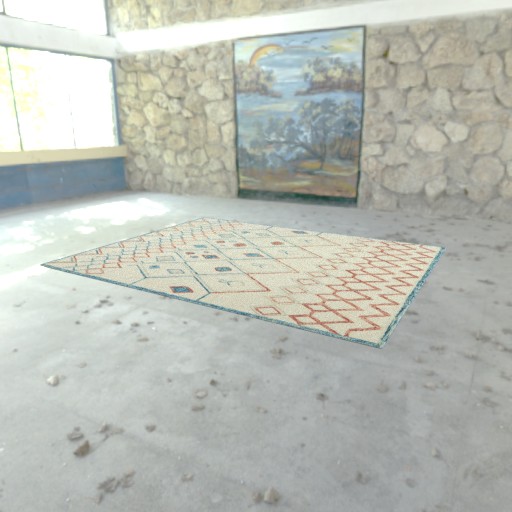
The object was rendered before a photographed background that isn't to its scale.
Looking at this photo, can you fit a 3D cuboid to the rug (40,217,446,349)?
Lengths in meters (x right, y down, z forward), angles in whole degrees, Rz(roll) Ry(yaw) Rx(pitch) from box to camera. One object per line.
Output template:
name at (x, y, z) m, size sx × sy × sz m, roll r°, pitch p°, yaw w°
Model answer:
rug at (0.000, 0.000, 4.224) m, size 3.050 × 0.016 × 2.441 m, roll 9°, pitch 19°, yaw 29°
